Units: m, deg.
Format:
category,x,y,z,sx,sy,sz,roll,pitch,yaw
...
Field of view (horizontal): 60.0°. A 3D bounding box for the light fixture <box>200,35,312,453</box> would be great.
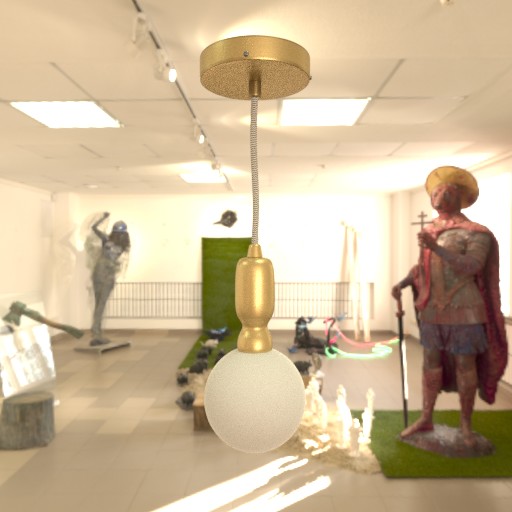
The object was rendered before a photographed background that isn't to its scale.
category,x,y,z,sx,sy,sz,roll,pitch,yaw
light fixture,0.000,0.000,0.584,0.146,0.510,0.147,0,1,1
